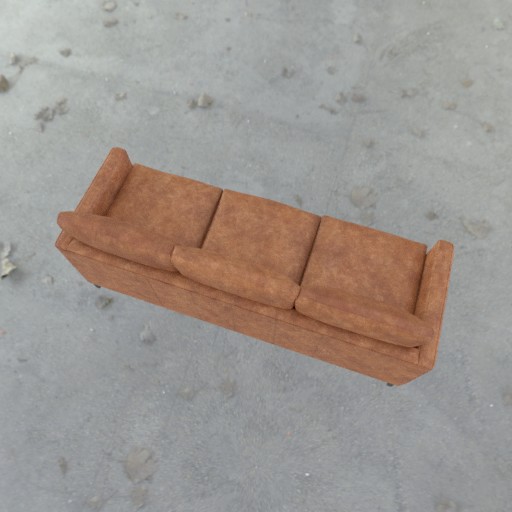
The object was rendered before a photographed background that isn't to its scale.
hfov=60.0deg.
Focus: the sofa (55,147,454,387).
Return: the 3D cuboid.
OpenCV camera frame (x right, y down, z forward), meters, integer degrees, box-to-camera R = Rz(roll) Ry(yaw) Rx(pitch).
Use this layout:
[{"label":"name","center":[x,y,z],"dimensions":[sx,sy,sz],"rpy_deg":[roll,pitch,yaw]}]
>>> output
[{"label":"sofa","center":[0.000,0.000,2.507],"dimensions":[2.029,0.863,0.748],"rpy_deg":[17,66,8]}]
